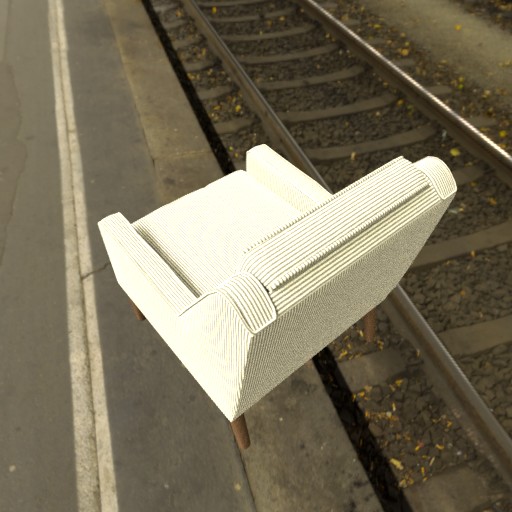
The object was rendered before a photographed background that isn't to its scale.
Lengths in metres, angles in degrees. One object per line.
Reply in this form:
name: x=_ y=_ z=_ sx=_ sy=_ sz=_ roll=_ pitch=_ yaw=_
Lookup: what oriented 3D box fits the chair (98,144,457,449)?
chair: x=0.000 y=0.000 z=1.338 sx=0.663 sy=0.792 sz=0.743 roll=-32 pitch=54 yaw=-26
